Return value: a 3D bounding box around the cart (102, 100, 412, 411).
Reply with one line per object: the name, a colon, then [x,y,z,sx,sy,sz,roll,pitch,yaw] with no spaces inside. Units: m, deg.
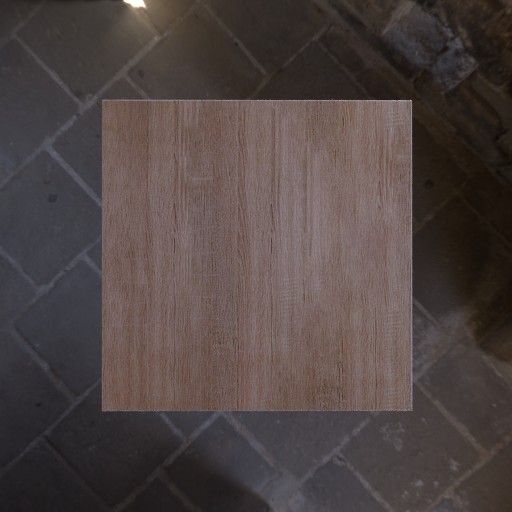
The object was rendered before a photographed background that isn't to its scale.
cart: [0.000,0.000,1.124,0.520,0.762,0.521,0,90,0]
